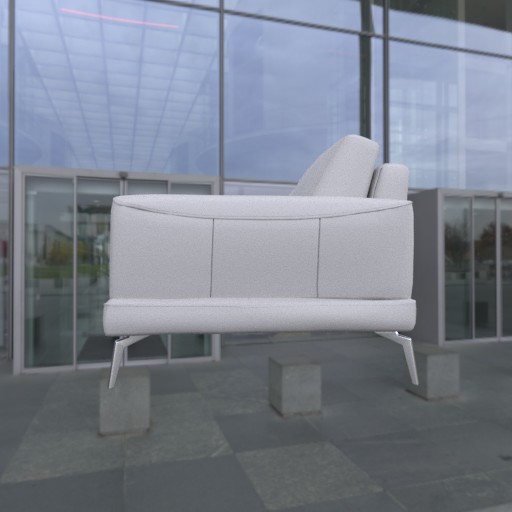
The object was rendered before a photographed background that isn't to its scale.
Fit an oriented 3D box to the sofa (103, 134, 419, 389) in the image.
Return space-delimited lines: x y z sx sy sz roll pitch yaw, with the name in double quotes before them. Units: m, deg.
"sofa" 0.000 0.000 2.375 1.121 0.930 1.819 0 -1 -2
